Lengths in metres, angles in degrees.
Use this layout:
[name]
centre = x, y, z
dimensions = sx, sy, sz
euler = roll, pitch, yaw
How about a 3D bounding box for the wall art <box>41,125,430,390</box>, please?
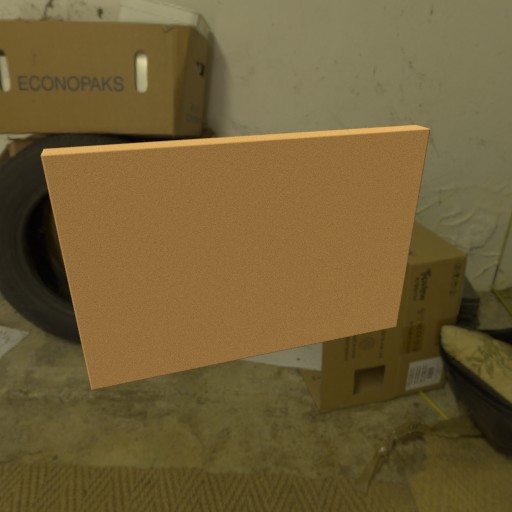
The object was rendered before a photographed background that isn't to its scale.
[wall art]
centre = 0.000, 0.000, 0.776
dimensions = 0.609, 0.407, 0.039
euler = -8, 28, -16
